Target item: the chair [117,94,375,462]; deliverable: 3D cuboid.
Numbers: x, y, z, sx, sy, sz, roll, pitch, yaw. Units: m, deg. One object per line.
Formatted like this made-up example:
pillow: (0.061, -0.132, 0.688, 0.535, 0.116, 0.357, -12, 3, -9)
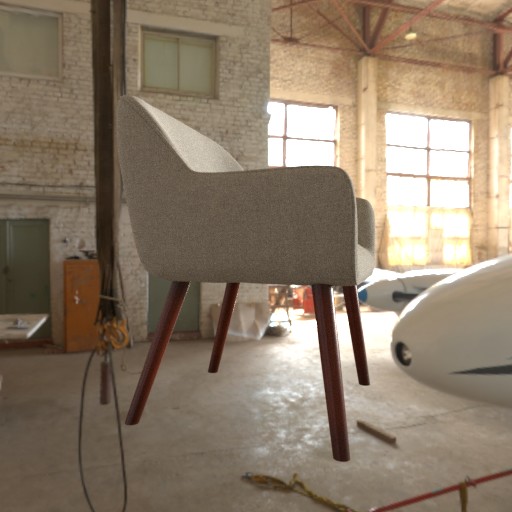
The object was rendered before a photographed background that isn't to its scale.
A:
chair: (0.000, 0.000, 1.231, 0.610, 0.813, 0.610, 0, 1, 19)
